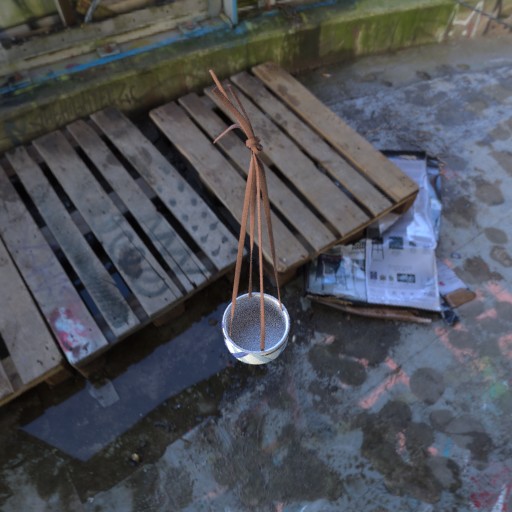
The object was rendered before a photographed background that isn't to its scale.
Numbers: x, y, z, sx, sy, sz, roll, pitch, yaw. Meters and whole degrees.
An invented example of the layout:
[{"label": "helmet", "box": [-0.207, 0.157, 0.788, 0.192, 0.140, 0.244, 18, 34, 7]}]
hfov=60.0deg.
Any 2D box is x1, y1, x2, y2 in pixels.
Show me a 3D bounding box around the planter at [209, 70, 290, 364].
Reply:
[{"label": "planter", "box": [0.000, 0.000, 0.825, 0.166, 0.751, 0.166, -30, 61, -18]}]
